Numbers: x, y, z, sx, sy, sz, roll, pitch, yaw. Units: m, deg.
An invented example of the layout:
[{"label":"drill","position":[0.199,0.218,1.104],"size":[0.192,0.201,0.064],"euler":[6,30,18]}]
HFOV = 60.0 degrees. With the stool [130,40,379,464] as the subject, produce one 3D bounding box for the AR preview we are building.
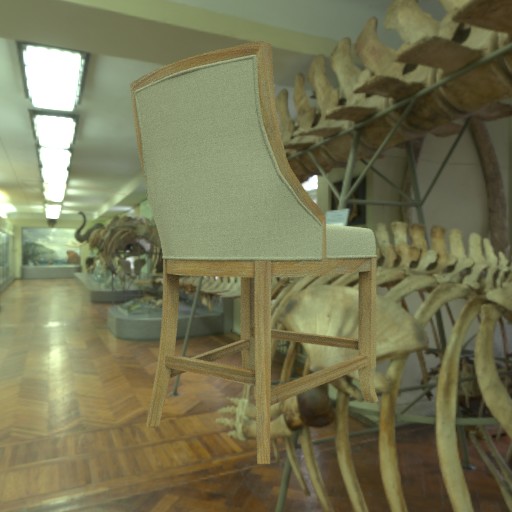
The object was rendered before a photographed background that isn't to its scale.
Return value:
[{"label":"stool","position":[0.000,0.000,1.307],"size":[0.524,0.938,0.626],"euler":[0,1,35]}]
